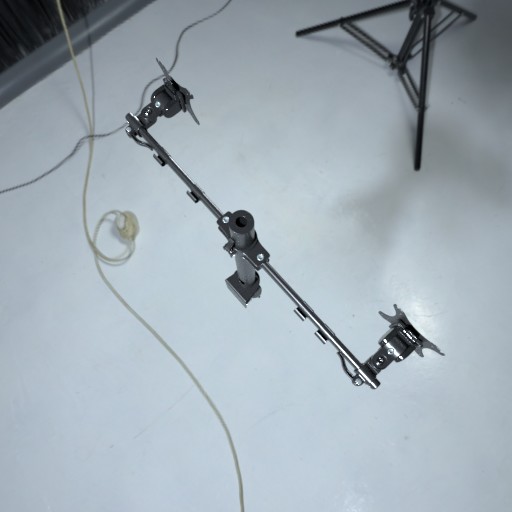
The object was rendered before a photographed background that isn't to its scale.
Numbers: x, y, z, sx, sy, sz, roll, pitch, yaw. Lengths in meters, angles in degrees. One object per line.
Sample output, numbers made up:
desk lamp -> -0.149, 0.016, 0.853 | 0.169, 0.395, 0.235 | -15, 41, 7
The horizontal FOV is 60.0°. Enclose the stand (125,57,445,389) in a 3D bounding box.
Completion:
stand -> 0.000, 0.000, 1.007 | 0.150, 0.603, 0.743 | -41, 79, -9
